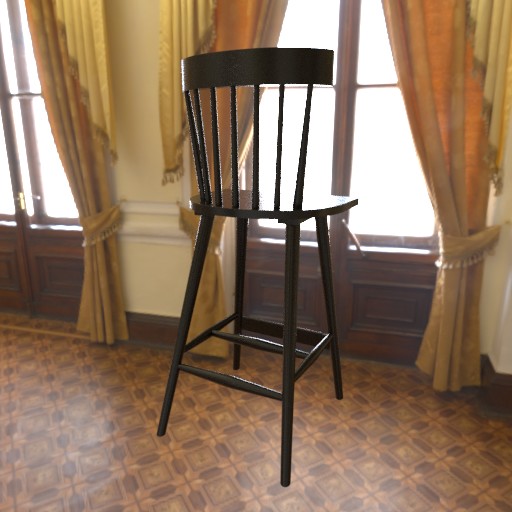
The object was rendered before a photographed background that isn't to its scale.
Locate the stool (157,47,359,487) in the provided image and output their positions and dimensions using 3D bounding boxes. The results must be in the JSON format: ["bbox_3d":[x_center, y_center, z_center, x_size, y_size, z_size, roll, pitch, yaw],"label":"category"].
[{"bbox_3d":[0.000,0.000,1.326,0.482,1.092,0.483,8,17,27],"label":"stool"}]
